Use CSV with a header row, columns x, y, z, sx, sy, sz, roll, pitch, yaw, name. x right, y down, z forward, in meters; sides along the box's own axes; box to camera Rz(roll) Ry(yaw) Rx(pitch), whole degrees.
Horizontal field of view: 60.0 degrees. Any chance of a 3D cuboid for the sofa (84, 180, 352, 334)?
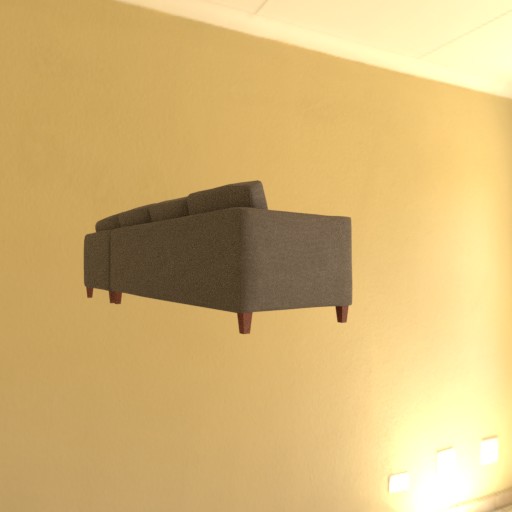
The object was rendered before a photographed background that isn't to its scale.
x,y,z,sx,sy,sz,roll,pitch,yaw,name
0.000,0.000,4.538,2.593,0.947,3.302,1,-1,-36,sofa
